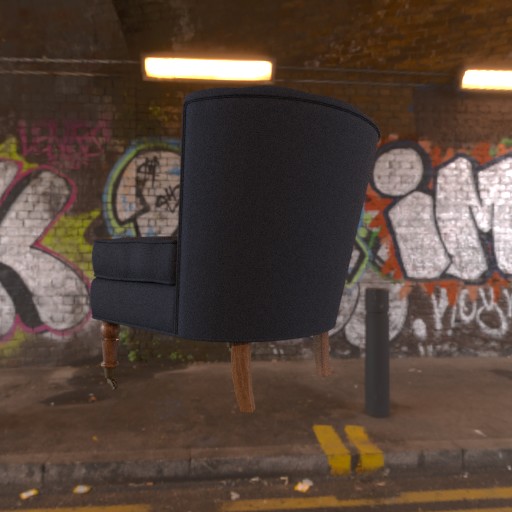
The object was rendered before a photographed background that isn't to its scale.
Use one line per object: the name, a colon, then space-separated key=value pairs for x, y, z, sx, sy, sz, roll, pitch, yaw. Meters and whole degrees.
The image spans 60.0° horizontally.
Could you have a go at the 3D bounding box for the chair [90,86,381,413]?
chair: x=0.000 y=0.000 z=1.342 sx=0.718 sy=0.771 sz=0.740 roll=-1 pitch=-1 yaw=35
